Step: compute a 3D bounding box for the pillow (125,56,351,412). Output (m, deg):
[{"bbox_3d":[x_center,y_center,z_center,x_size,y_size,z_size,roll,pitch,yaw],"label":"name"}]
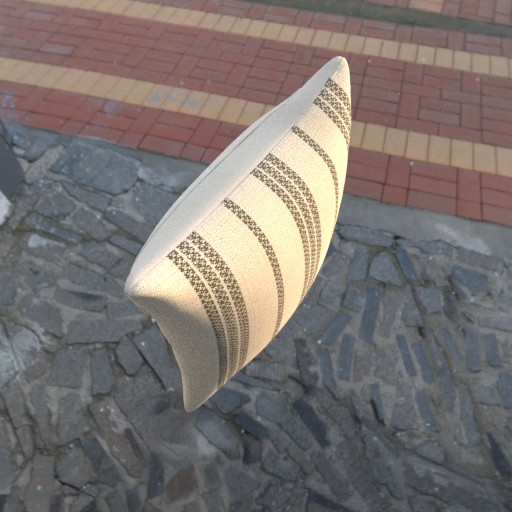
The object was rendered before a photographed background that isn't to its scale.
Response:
[{"bbox_3d":[0.000,0.000,0.635,0.173,0.406,0.405,29,62,17],"label":"pillow"}]
